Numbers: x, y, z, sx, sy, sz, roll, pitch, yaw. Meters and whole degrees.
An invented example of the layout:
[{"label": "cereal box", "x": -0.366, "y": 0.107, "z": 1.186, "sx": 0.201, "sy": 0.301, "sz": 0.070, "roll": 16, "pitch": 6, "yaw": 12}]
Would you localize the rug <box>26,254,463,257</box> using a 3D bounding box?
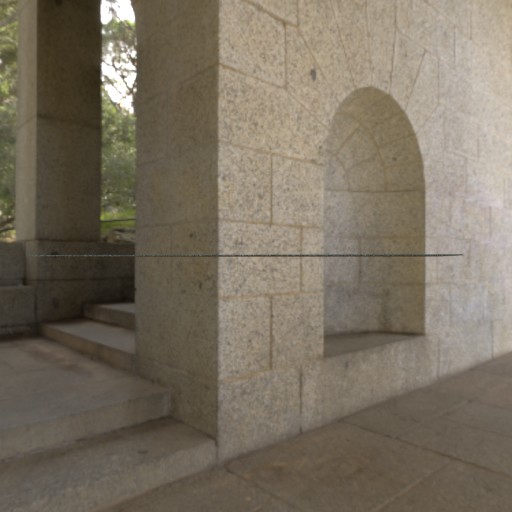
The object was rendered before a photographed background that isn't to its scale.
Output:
[{"label": "rug", "x": 0.000, "y": 0.000, "z": 4.204, "sx": 3.371, "sy": 0.008, "sz": 2.190, "roll": 0, "pitch": 0, "yaw": 18}]
